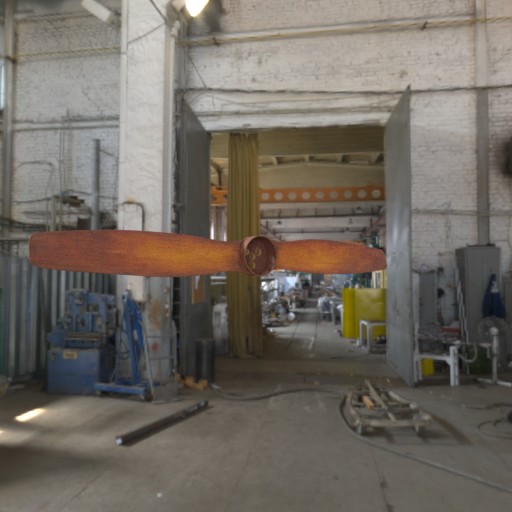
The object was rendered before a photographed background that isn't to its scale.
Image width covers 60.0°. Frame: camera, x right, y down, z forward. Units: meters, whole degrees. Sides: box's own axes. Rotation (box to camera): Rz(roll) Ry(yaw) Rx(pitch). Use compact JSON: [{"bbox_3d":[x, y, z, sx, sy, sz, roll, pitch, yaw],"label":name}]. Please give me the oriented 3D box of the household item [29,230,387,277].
[{"bbox_3d":[0.000,0.000,1.275,1.181,0.121,0.051,2,-3,-36],"label":"household item"}]
